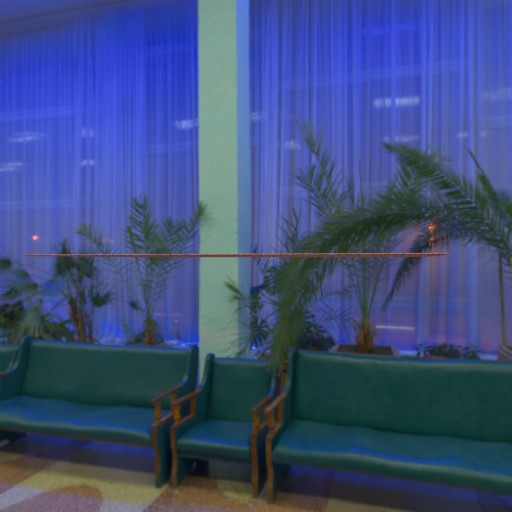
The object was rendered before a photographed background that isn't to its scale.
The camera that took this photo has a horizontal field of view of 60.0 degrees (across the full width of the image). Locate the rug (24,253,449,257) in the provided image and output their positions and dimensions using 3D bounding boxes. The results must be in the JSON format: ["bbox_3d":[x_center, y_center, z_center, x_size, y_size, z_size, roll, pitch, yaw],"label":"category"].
[{"bbox_3d":[0.000,0.000,2.775,2.112,0.009,1.594,0,0,19],"label":"rug"}]
